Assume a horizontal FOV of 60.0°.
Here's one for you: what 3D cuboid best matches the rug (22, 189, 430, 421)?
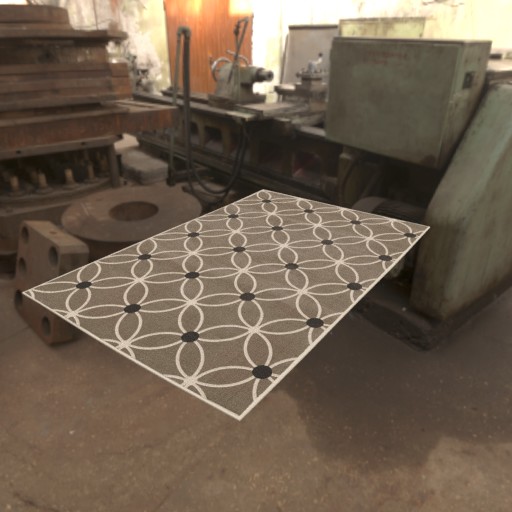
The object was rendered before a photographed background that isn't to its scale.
[{"bbox_3d":[0.000,0.000,2.834,1.522,0.008,2.284,18,31,32],"label":"rug"}]
